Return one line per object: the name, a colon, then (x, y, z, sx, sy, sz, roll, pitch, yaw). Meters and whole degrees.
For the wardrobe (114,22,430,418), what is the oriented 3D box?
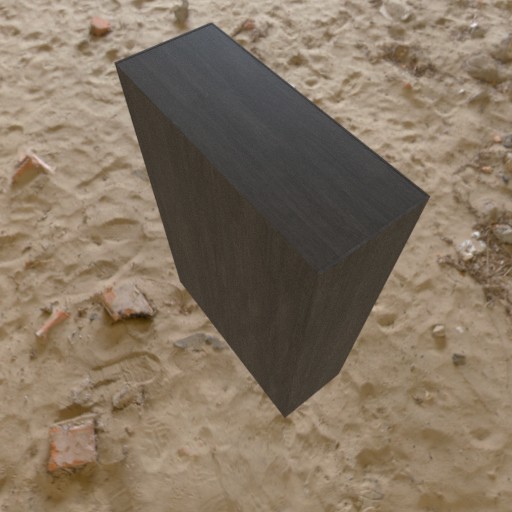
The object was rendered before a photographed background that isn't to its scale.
wardrobe: (0.000, 0.000, 2.475, 0.510, 1.910, 1.290, -33, 63, -19)
